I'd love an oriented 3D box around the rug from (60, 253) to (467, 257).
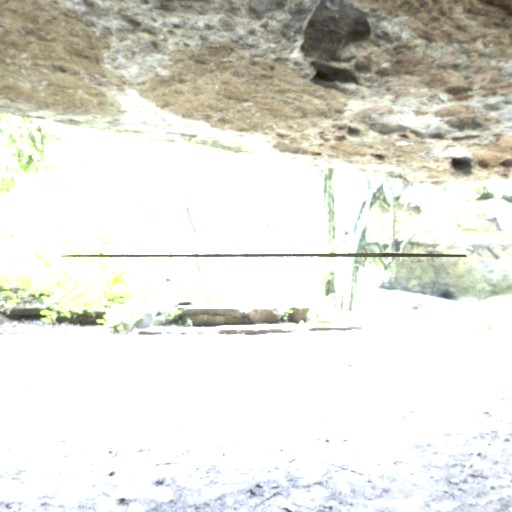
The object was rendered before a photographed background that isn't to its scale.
[{"bbox_3d":[0.000,0.000,2.153,1.676,0.013,1.067,0,0,37],"label":"rug"}]
